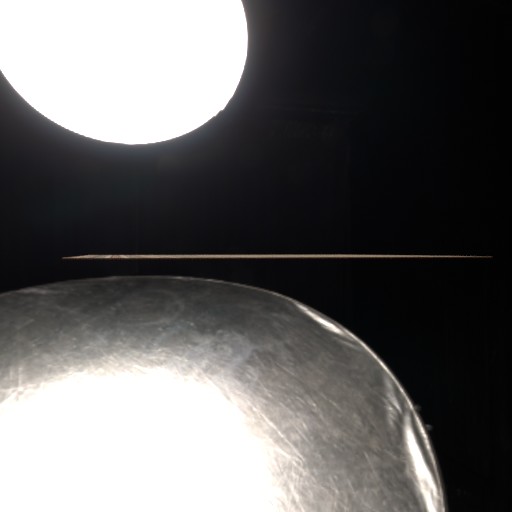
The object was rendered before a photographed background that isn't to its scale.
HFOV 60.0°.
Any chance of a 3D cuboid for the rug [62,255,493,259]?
[{"bbox_3d":[0.000,0.000,4.091,3.045,0.011,2.436,0,1,-17],"label":"rug"}]
